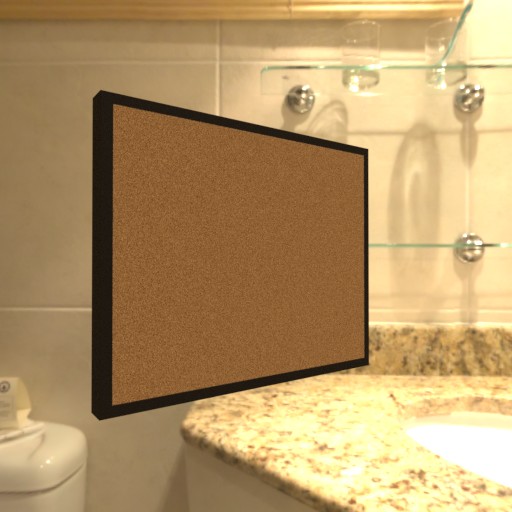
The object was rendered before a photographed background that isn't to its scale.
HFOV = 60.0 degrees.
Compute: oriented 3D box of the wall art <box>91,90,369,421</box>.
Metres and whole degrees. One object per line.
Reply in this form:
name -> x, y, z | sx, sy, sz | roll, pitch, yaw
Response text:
wall art -> 0.000, 0.000, 0.562 | 0.397, 0.325, 0.028 | 0, -1, -36
